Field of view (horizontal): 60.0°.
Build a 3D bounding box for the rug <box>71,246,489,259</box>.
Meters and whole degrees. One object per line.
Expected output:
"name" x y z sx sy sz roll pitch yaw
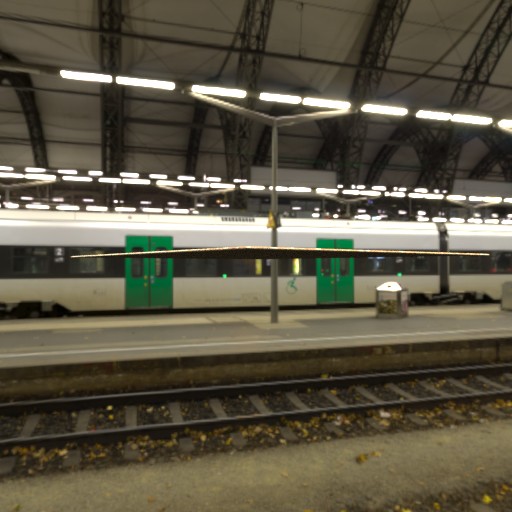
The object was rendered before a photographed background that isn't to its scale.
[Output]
"rug" 0.000 0.000 4.061 2.441 0.011 3.050 1 -2 -37
